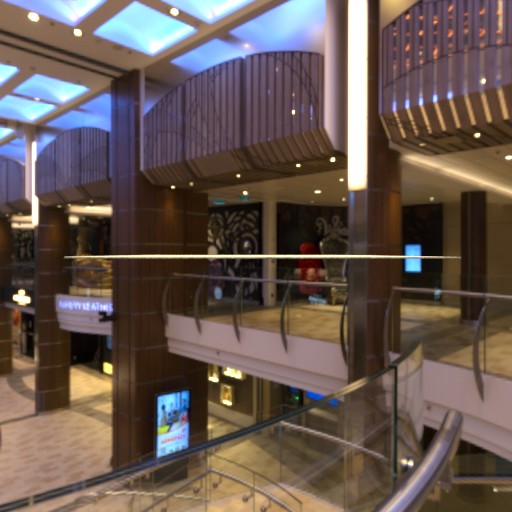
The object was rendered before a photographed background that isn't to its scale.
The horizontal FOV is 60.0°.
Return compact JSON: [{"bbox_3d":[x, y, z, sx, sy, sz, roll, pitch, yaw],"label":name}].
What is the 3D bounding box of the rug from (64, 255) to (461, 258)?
[{"bbox_3d":[0.000,0.000,4.310,2.437,0.014,3.201,0,0,-2],"label":"rug"}]
